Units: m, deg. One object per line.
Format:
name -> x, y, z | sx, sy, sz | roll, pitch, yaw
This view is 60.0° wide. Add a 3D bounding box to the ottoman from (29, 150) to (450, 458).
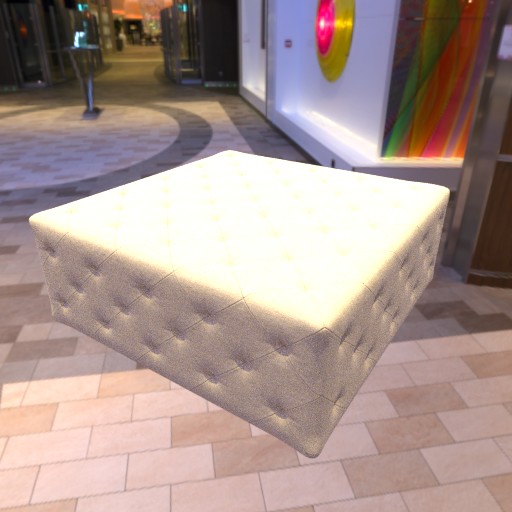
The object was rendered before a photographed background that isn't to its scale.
ottoman -> 0.000, 0.000, 1.575 | 1.028, 0.439, 1.028 | 17, 32, 30
